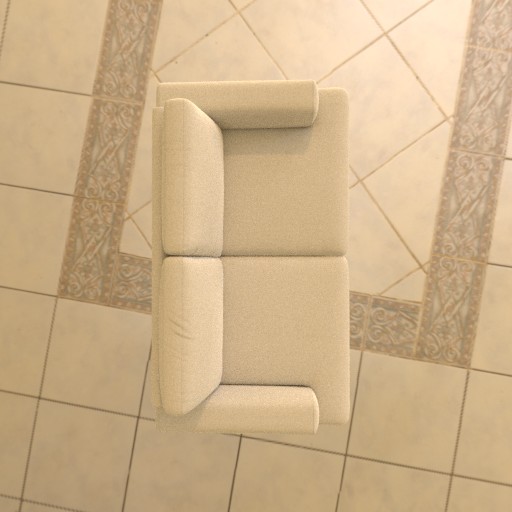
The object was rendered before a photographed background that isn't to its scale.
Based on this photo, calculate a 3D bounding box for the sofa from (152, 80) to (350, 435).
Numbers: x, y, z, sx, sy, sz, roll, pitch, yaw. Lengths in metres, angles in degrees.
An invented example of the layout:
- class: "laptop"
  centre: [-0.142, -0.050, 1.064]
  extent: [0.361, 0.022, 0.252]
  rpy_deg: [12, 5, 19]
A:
- class: "sofa"
  centre: [0.000, 0.000, 2.151]
  extent: [0.915, 0.810, 1.651]
  rpy_deg: [0, 90, 2]
